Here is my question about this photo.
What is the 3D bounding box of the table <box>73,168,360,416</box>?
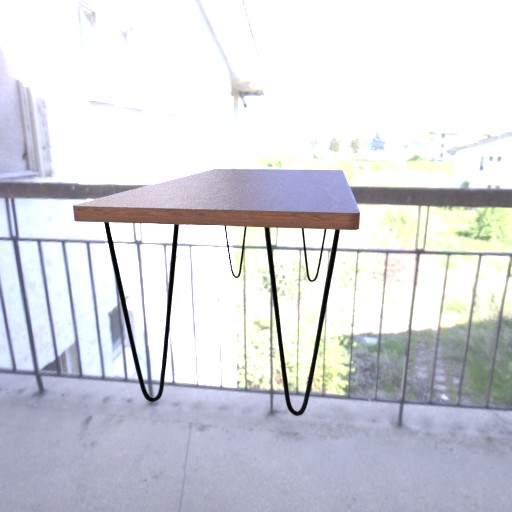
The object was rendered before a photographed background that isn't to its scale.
[{"bbox_3d":[0.000,0.000,2.256,0.883,0.753,1.791,2,15,9],"label":"table"}]
